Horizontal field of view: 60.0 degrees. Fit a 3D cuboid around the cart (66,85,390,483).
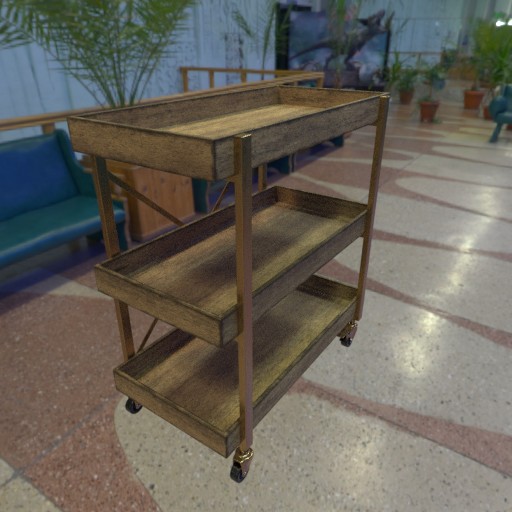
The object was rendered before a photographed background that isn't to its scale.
[{"bbox_3d":[0.000,0.000,1.211,0.416,0.799,0.750,17,31,31],"label":"cart"}]
